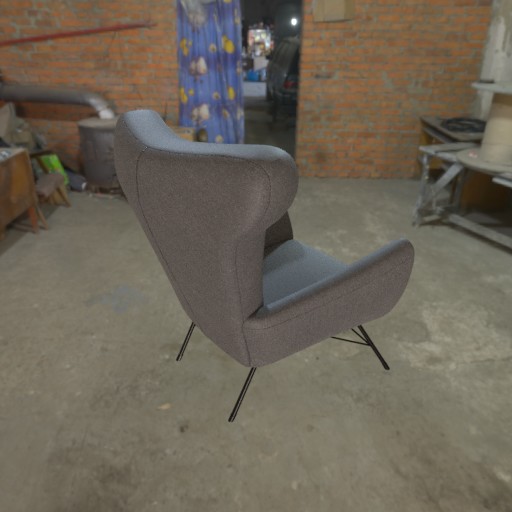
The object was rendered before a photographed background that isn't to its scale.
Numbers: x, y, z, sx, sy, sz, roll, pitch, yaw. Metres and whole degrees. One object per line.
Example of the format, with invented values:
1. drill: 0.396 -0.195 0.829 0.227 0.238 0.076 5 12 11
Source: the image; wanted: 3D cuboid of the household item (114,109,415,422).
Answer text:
1. household item: 0.000 0.000 1.737 0.900 1.050 0.980 -18 31 -32
